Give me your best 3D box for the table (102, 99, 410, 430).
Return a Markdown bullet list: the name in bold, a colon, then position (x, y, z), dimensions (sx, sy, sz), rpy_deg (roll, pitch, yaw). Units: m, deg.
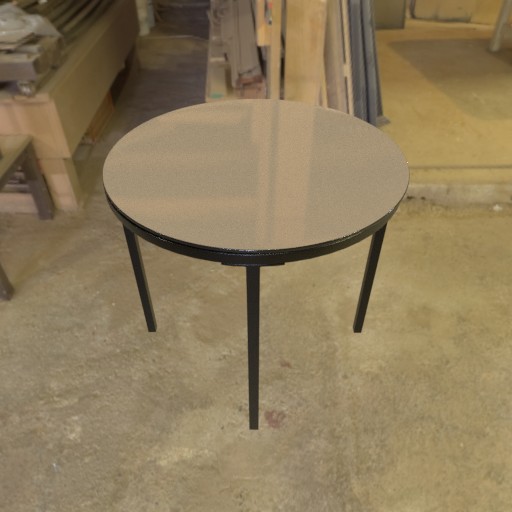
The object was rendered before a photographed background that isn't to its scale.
- **table**: position (0.000, 0.000, 0.886), dimensions (0.499, 0.443, 0.499), rpy_deg (0, 40, 0)
